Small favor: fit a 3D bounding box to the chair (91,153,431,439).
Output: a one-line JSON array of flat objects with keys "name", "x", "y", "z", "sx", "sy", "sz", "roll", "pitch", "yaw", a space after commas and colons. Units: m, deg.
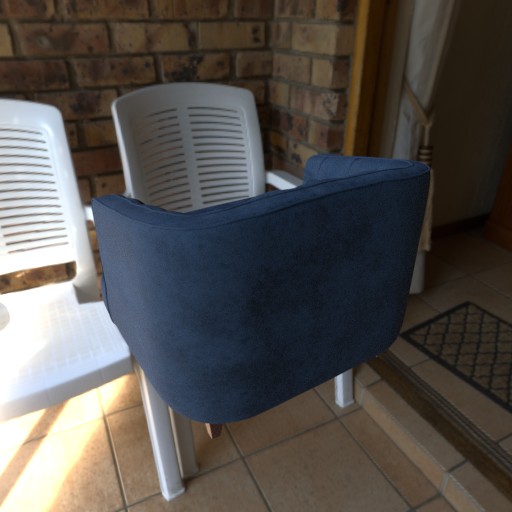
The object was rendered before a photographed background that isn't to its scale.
[{"name": "chair", "x": 0.000, "y": 0.000, "z": 1.768, "sx": 1.094, "sy": 0.852, "sz": 0.940, "roll": -17, "pitch": 33, "yaw": -28}]
